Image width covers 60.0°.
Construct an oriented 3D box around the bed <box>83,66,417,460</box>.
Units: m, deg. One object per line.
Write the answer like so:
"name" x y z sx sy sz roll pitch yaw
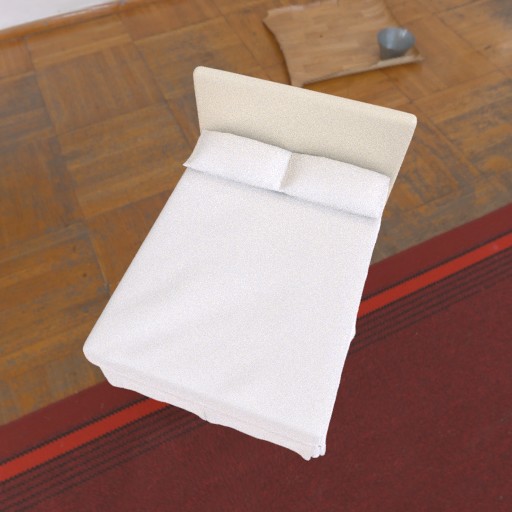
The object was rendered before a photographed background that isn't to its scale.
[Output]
"bed" 0.000 0.000 3.182 1.714 1.330 2.147 17 60 10
